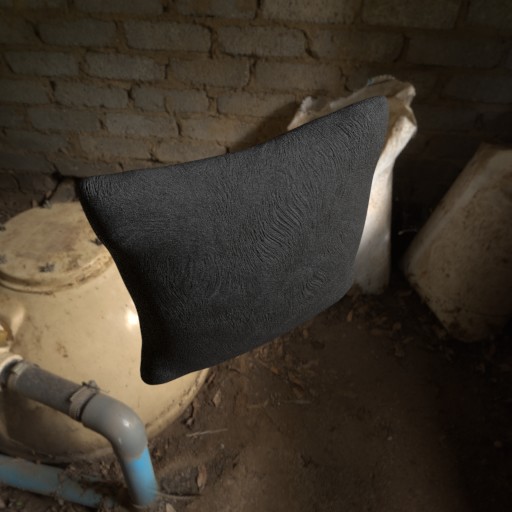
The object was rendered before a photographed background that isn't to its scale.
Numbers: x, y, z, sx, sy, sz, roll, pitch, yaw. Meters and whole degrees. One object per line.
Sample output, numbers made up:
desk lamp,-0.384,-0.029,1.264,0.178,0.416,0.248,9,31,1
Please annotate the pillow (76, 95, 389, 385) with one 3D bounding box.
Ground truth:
pillow,0.000,0.000,0.829,0.533,0.523,0.210,-23,50,-21
